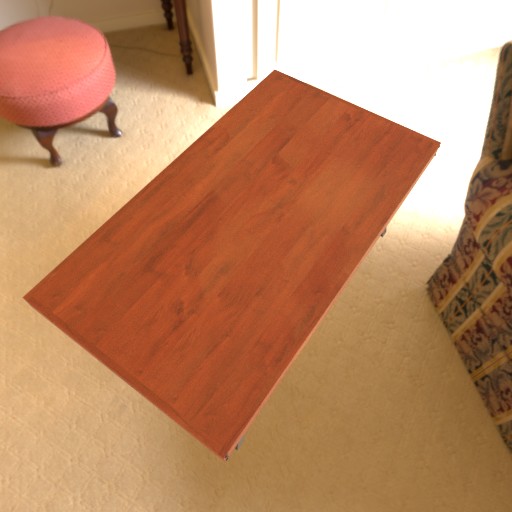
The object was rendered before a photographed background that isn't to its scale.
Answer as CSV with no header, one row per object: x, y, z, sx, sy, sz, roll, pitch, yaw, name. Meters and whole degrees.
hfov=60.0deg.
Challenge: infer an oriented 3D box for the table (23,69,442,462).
0.000,0.000,1.386,0.610,0.457,1.067,31,63,18,table
